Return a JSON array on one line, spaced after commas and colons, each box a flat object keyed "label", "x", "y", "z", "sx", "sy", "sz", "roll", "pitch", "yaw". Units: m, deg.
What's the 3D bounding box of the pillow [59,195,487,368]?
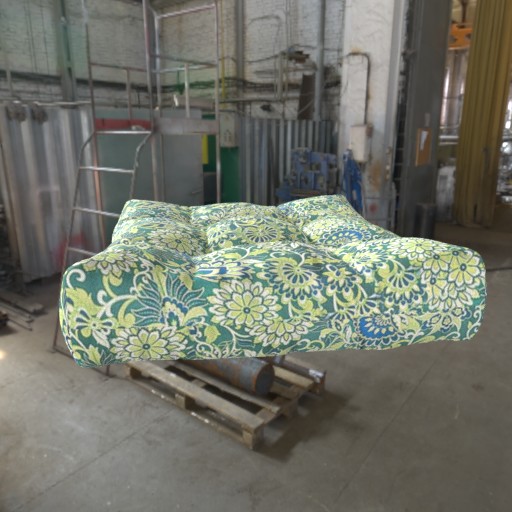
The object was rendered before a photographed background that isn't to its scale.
[{"label": "pillow", "x": 0.000, "y": 0.000, "z": 0.683, "sx": 0.468, "sy": 0.128, "sz": 0.490, "roll": -2, "pitch": 15, "yaw": -9}]
